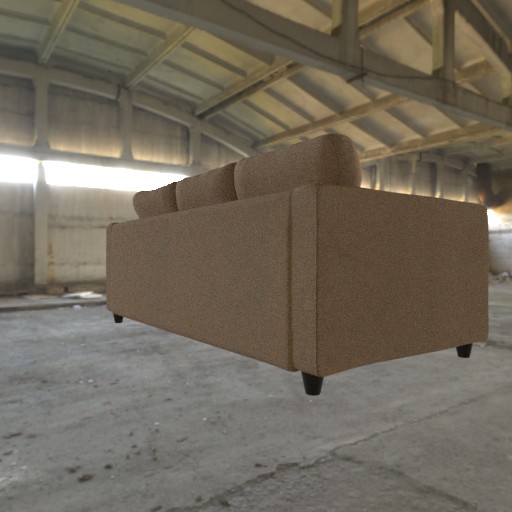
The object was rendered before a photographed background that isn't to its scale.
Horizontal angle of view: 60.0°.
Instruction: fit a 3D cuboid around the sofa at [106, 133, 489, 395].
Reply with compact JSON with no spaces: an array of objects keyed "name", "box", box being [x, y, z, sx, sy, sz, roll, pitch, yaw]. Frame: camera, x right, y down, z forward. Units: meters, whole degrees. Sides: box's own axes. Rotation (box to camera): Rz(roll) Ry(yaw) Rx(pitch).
[{"name":"sofa","box":[0.000,0.000,2.210,0.930,0.800,1.855,0,0,-36]}]
